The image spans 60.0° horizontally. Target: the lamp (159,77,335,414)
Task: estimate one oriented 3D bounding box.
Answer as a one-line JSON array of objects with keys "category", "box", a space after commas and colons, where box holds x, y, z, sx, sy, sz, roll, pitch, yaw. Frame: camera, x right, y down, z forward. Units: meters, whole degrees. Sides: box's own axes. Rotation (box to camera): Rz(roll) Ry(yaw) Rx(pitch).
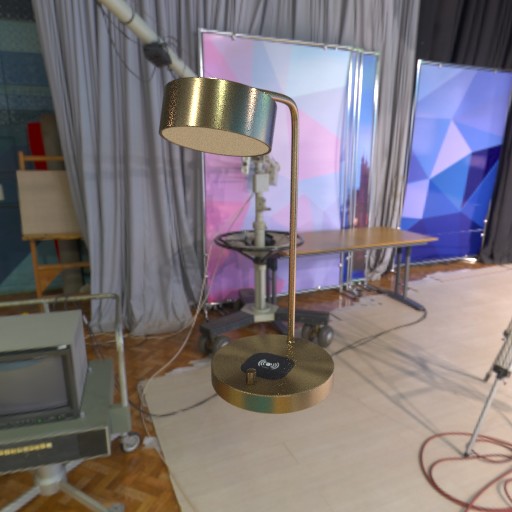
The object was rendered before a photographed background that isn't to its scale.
[{"category": "lamp", "box": [0.000, 0.000, 0.532, 0.171, 0.380, 0.270, 8, 17, 26]}]
